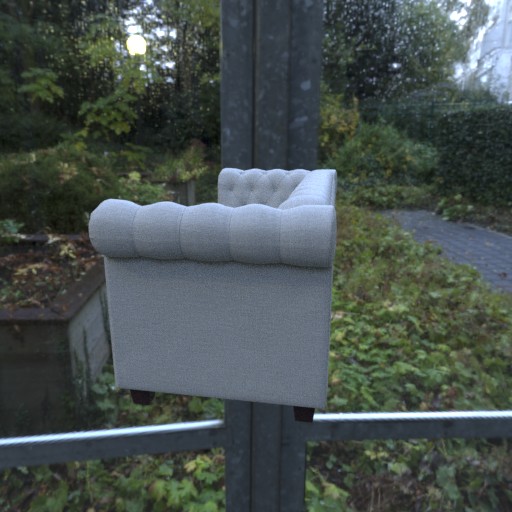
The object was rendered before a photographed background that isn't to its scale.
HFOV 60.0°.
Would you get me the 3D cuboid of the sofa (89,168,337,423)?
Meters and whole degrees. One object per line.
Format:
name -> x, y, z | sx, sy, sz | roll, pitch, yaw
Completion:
sofa -> 0.000, 0.000, 2.255 | 0.783, 0.797, 1.798 | 3, 15, 10
